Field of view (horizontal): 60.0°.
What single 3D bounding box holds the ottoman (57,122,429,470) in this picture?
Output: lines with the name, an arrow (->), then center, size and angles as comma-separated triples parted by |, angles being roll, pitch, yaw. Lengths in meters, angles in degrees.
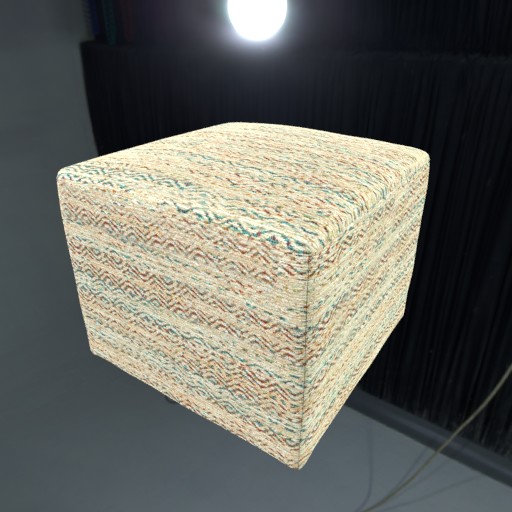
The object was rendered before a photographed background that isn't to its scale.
ottoman -> 0.000, 0.000, 0.901 | 0.512, 0.453, 0.521 | 18, 33, 30
